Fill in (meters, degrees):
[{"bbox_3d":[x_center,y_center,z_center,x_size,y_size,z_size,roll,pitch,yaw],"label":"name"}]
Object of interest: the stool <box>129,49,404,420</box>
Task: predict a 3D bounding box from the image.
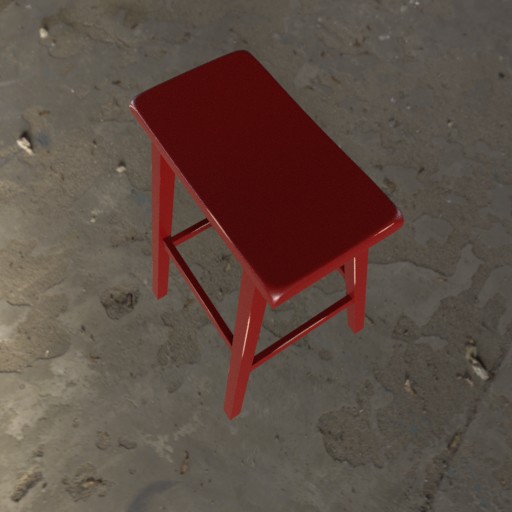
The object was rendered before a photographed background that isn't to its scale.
[{"bbox_3d":[0.000,0.000,1.035,0.476,0.737,0.457,-31,67,-14],"label":"stool"}]
